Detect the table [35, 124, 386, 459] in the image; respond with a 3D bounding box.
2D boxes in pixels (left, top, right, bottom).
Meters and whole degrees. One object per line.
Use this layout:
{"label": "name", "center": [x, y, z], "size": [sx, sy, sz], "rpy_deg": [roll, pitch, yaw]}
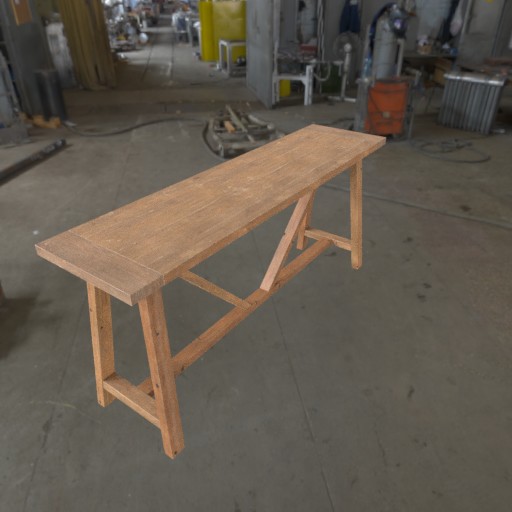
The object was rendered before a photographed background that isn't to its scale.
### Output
{"label": "table", "center": [0.000, 0.000, 2.153], "size": [0.465, 0.810, 1.800], "rpy_deg": [21, 37, 30]}
